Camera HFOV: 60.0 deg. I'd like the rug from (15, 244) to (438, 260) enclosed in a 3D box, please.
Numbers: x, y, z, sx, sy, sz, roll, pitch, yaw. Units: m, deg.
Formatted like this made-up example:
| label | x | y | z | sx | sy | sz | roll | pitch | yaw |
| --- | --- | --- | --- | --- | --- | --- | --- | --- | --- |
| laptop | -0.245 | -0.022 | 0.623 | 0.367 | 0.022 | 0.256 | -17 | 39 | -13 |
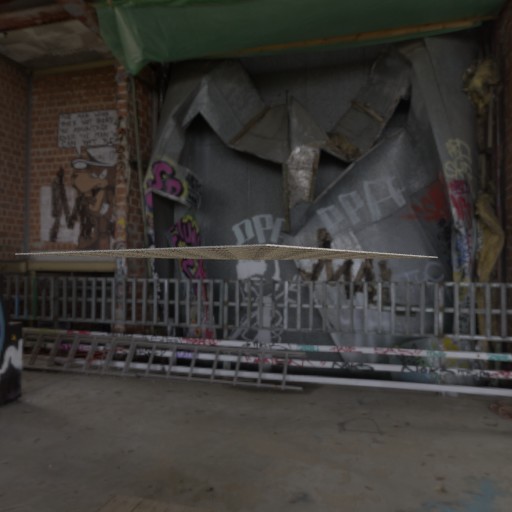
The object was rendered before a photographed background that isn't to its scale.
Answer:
| label | x | y | z | sx | sy | sz | roll | pitch | yaw |
| --- | --- | --- | --- | --- | --- | --- | --- | --- | --- |
| rug | 0.000 | 0.000 | 3.927 | 2.330 | 0.010 | 3.061 | -1 | -2 | 36 |
